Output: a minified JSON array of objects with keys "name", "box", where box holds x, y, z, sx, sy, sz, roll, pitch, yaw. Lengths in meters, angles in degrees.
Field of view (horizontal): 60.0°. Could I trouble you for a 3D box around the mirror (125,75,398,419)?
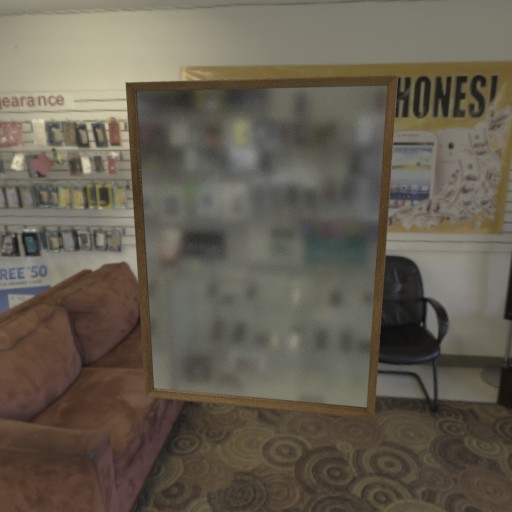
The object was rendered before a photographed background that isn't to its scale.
[{"name":"mirror","box":[0.000,0.000,1.360,0.762,1.016,0.041,2,13,9]}]
